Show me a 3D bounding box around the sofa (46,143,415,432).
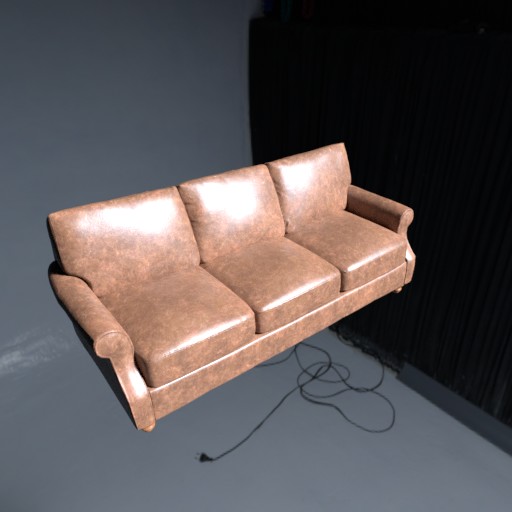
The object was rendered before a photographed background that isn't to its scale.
[{"bbox_3d":[0.000,0.000,2.834,2.351,0.977,0.973,-21,36,-32],"label":"sofa"}]
